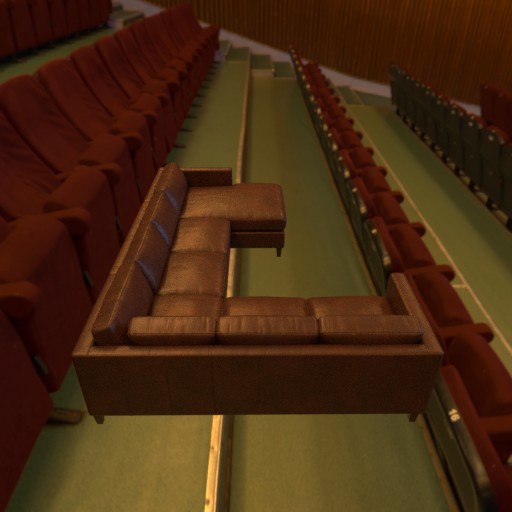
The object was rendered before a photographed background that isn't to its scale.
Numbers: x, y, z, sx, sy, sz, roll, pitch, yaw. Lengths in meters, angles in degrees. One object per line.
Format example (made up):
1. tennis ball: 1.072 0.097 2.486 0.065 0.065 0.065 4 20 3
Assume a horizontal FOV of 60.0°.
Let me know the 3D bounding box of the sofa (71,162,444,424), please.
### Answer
1. sofa: 0.000 0.000 4.439 2.452 0.891 3.324 0 32 0
